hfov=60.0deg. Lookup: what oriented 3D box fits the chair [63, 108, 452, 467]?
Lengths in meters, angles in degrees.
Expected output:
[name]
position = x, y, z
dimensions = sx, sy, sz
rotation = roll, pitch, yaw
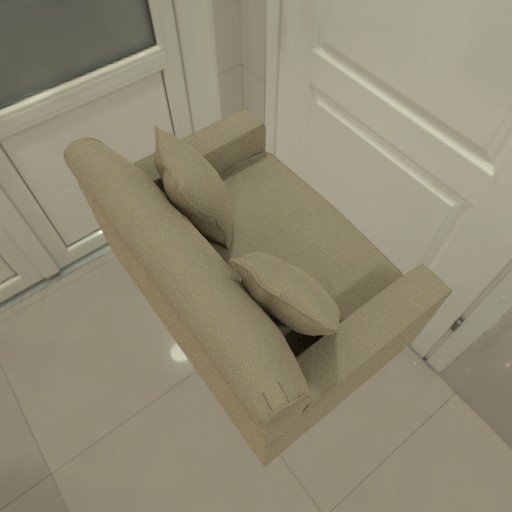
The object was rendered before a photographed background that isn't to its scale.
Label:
[chair]
position = 0.000, 0.000, 2.025
dimensions = 1.000, 0.948, 1.383
rotation = -33, 63, -19
